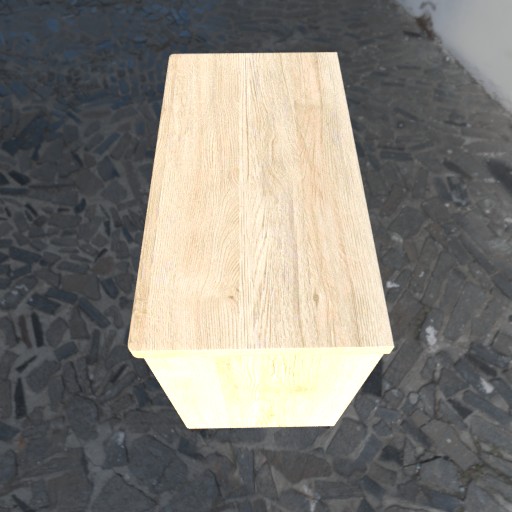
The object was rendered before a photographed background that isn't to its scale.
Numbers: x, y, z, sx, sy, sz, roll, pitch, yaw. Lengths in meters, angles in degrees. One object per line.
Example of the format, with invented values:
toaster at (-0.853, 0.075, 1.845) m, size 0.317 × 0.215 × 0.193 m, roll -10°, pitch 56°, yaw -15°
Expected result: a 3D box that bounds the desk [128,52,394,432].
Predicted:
desk at (0.000, 0.000, 1.353) m, size 0.480 × 0.770 × 0.885 m, roll -1°, pitch 58°, yaw -1°
